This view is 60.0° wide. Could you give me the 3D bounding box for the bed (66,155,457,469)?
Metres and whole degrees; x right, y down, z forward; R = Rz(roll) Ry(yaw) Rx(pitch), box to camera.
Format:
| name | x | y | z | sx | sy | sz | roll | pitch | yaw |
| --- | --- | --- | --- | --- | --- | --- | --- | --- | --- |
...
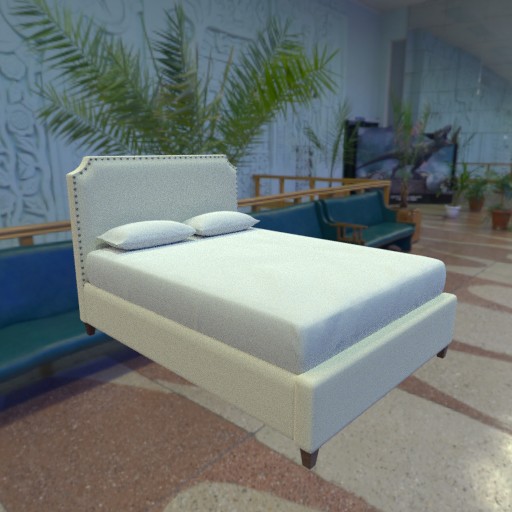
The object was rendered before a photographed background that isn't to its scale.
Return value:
| name | x | y | z | sx | sy | sz | roll | pitch | yaw |
| --- | --- | --- | --- | --- | --- | --- | --- | --- | --- |
| bed | 0.000 | 0.000 | 3.255 | 2.329 | 1.415 | 1.703 | 13 | 19 | 42 |
